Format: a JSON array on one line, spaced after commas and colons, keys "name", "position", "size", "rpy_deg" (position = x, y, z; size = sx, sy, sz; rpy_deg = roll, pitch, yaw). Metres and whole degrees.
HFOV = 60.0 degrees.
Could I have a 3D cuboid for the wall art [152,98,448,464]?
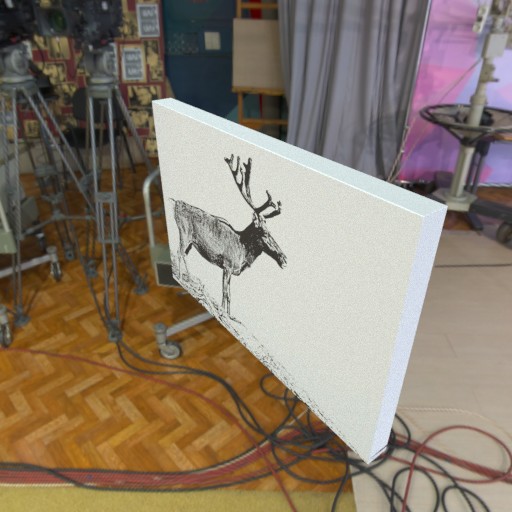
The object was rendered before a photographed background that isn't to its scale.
[{"name": "wall art", "position": [0.000, 0.000, 0.766], "size": [0.042, 0.414, 0.608], "rpy_deg": [-22, 38, -31]}]
